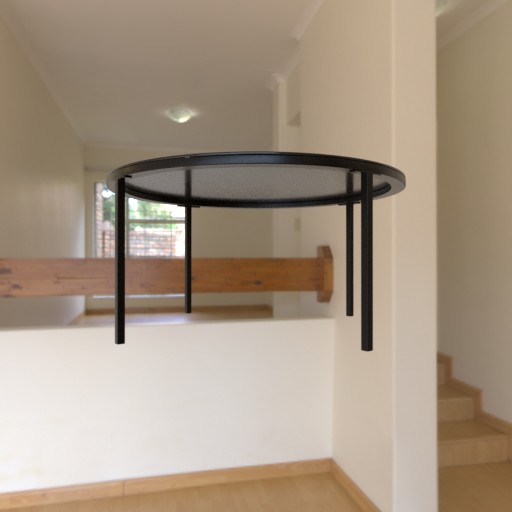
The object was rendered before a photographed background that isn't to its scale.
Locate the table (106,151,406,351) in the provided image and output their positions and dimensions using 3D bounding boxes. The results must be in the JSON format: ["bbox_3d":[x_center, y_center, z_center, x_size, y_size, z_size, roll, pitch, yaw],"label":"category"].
[{"bbox_3d":[0.000,0.000,1.248,0.800,0.400,0.800,0,0,0],"label":"table"}]
